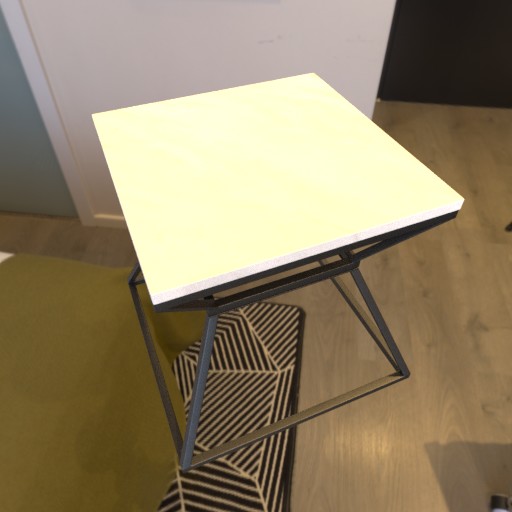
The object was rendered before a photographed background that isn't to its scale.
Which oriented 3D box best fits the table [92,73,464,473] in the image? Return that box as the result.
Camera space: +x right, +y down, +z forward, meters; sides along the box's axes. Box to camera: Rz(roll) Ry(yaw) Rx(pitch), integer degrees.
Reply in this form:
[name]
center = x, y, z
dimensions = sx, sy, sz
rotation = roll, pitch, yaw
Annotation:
[table]
center = 0.000, 0.000, 0.792
dimensions = 0.455, 0.431, 0.455
rotation = -17, 48, -16
